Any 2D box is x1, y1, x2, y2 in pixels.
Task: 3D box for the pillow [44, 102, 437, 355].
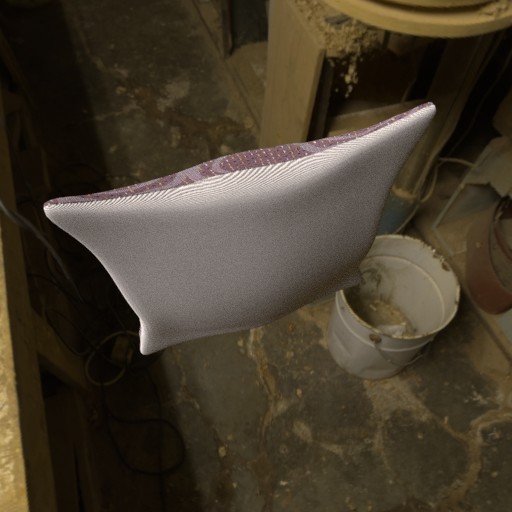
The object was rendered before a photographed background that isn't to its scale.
[{"bbox_3d":[0.000,0.000,0.765,0.514,0.513,0.163,-17,61,-10],"label":"pillow"}]
